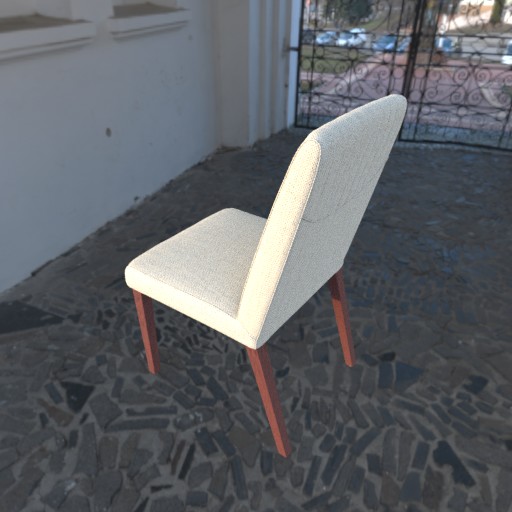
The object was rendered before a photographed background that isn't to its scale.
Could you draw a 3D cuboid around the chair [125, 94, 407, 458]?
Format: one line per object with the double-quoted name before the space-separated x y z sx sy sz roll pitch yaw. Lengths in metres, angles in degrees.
"chair" 0.000 0.000 1.257 0.594 0.900 0.480 21 37 30
